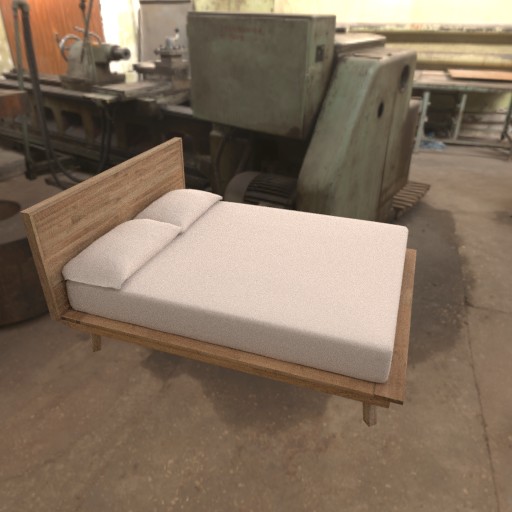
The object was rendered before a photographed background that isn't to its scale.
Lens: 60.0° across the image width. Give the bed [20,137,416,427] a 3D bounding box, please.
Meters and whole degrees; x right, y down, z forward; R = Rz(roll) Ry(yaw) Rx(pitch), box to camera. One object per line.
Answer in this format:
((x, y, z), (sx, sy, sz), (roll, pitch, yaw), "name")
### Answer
((0.000, 0.000, 3.106), (2.145, 1.071, 1.759), (10, 30, 17), "bed")
